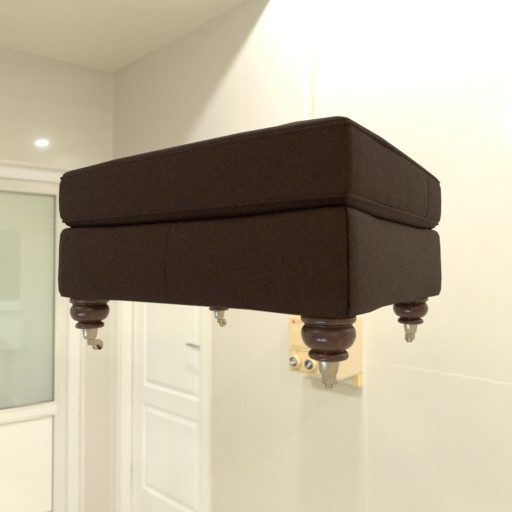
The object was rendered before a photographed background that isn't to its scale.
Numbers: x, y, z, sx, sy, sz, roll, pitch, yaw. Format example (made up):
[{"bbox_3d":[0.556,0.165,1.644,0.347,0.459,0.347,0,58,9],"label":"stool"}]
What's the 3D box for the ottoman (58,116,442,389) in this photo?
[{"bbox_3d":[0.000,0.000,1.733,1.187,0.730,0.967,-1,-1,35],"label":"ottoman"}]
